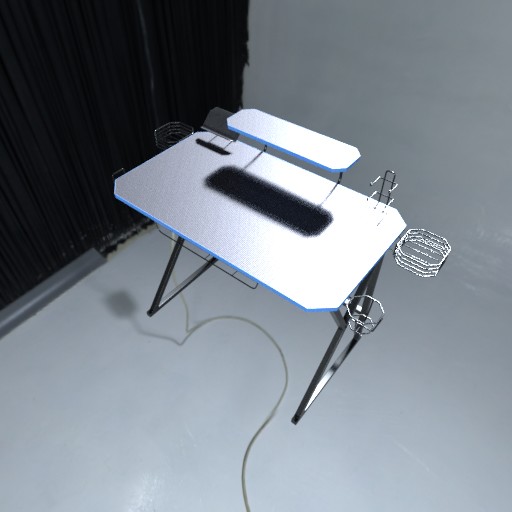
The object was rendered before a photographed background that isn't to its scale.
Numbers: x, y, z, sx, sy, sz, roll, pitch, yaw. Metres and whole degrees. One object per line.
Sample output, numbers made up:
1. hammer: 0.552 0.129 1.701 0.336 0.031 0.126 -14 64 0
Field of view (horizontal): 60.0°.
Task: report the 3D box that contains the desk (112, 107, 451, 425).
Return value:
1. desk: 0.000 0.000 1.805 1.295 0.909 0.594 30 52 26
